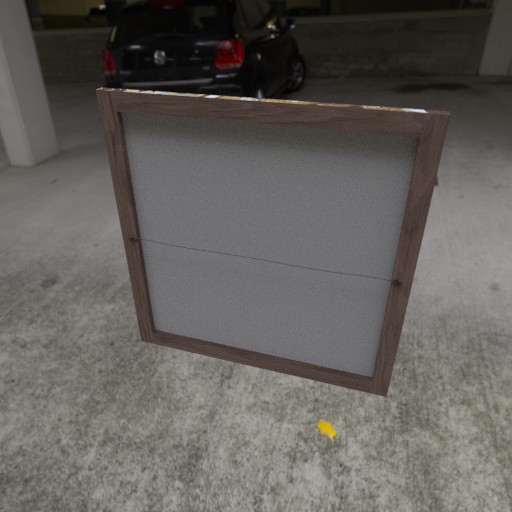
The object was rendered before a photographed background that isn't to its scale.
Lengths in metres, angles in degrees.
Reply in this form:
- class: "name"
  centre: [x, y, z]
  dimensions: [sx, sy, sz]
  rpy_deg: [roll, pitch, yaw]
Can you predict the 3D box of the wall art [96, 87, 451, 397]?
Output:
- class: "wall art"
  centre: [0.000, 0.000, 1.120]
  dimensions: [0.757, 0.762, 0.028]
  rpy_deg: [9, 33, 15]
